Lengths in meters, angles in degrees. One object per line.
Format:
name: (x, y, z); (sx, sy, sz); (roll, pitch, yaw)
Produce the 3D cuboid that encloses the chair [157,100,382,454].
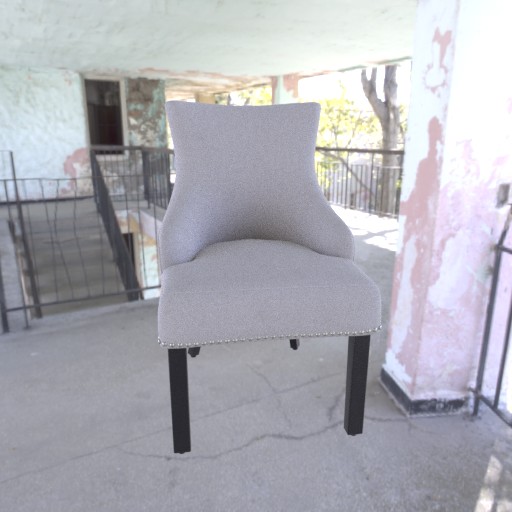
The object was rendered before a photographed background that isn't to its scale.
chair: (0.000, 0.000, 1.326); (0.566, 0.909, 0.629); (-2, 15, -9)
